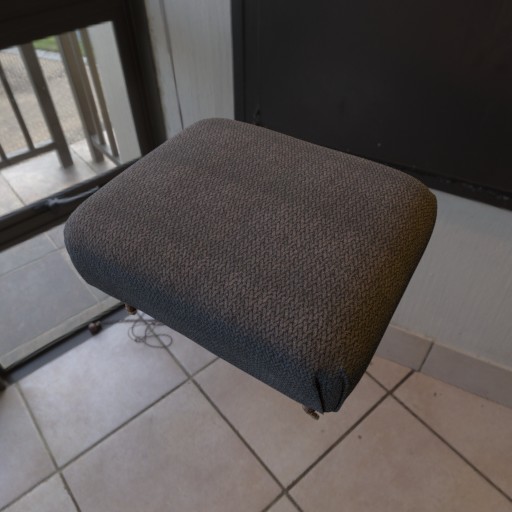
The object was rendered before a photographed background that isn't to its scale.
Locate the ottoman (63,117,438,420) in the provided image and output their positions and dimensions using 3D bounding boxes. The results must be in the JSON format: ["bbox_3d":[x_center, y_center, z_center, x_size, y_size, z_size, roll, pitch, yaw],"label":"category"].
[{"bbox_3d":[0.000,0.000,1.150,0.747,0.450,0.622,24,51,21],"label":"ottoman"}]
